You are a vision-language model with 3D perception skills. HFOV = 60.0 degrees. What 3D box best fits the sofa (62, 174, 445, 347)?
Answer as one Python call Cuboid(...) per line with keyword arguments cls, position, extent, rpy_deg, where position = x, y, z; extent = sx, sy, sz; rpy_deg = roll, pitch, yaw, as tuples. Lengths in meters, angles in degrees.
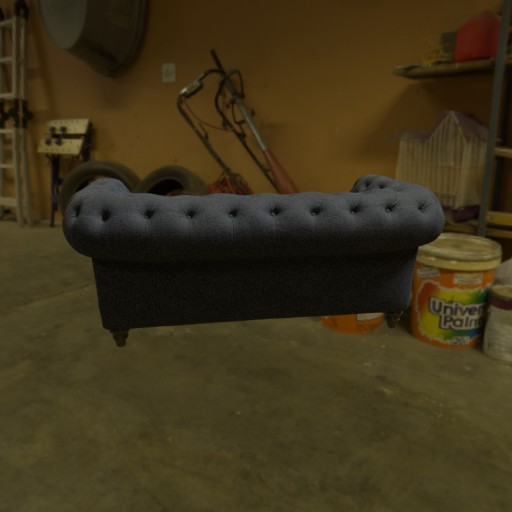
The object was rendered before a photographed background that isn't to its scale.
Cuboid(cls="sofa", position=(0.000, 0.000, 2.521), extent=(1.988, 0.833, 1.082), rpy_deg=(-2, 15, -9))
